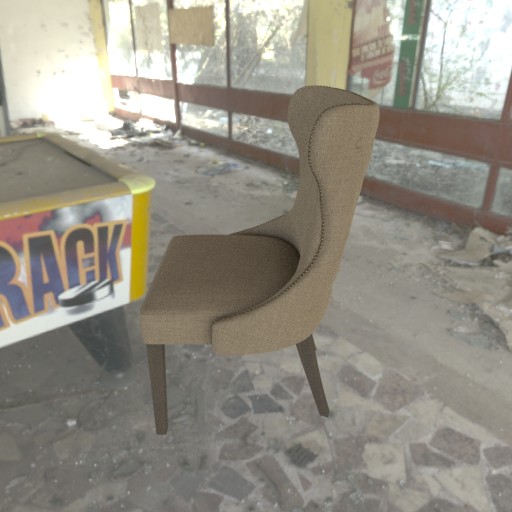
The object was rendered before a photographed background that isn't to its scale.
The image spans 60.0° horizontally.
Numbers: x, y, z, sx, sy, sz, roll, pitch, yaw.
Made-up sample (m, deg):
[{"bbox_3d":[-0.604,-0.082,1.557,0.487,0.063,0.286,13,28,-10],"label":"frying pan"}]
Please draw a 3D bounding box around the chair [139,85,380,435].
[{"bbox_3d":[0.000,0.000,1.389,0.635,0.967,0.628,0,25,0],"label":"chair"}]
